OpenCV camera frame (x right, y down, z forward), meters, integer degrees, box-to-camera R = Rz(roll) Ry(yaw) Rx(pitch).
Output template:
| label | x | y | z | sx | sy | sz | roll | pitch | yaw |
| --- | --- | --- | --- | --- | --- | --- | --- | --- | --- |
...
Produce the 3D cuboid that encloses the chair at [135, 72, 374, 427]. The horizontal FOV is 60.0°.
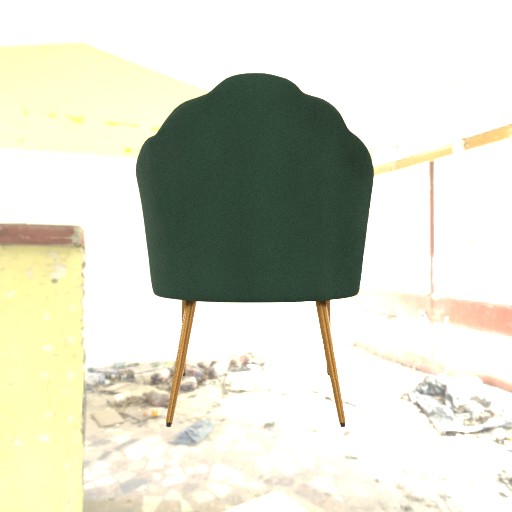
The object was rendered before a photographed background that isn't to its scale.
| label | x | y | z | sx | sy | sz | roll | pitch | yaw |
| --- | --- | --- | --- | --- | --- | --- | --- | --- | --- |
| chair | 0.000 | 0.000 | 1.274 | 0.657 | 0.819 | 0.599 | 0 | 0 | 0 |
